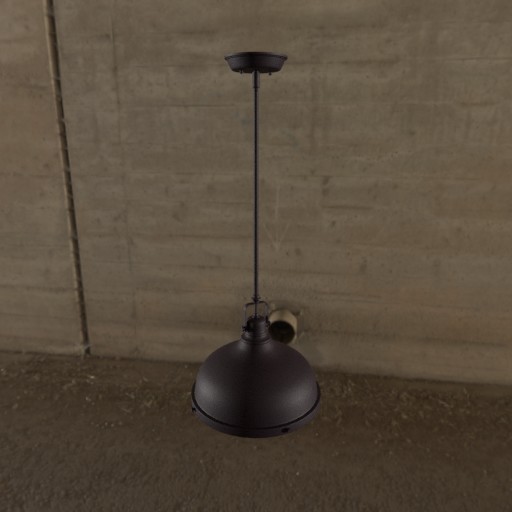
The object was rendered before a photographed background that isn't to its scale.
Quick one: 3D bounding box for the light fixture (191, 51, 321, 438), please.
[{"bbox_3d":[0.000,0.000,1.025,0.341,0.849,0.341,-8,17,-25],"label":"light fixture"}]
